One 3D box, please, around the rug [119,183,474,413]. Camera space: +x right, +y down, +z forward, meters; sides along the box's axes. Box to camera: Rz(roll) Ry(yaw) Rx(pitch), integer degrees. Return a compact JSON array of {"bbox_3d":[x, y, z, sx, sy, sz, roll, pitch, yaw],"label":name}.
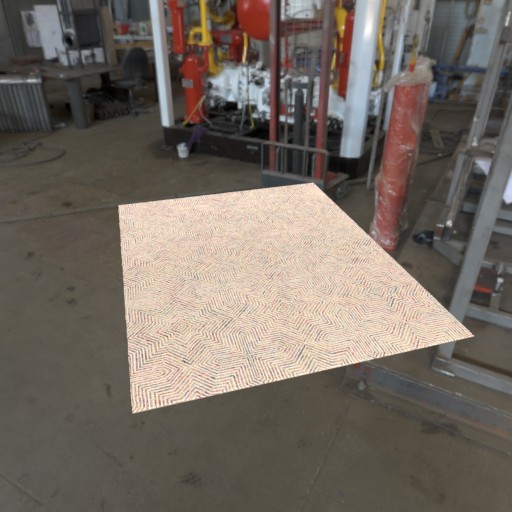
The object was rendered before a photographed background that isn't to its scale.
[{"bbox_3d":[0.000,0.000,4.198,2.442,0.008,3.046,-9,33,-14],"label":"rug"}]
